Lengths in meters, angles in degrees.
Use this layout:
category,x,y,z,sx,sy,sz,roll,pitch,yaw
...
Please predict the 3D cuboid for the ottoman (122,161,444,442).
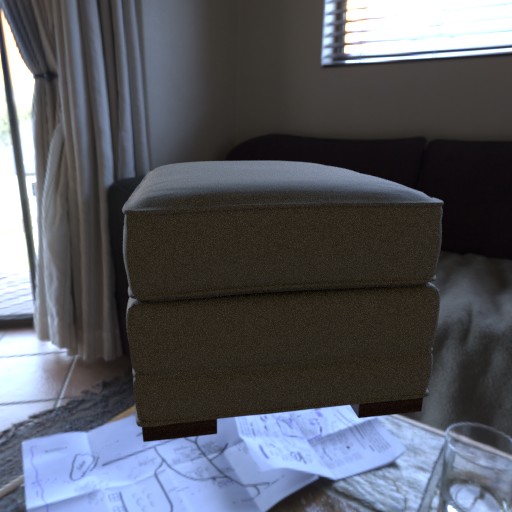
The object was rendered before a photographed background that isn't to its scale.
category,x,y,z,sx,sy,sz,roll,pitch,yaw
ottoman,0.000,0.000,1.192,0.611,0.482,0.848,-3,16,-9
